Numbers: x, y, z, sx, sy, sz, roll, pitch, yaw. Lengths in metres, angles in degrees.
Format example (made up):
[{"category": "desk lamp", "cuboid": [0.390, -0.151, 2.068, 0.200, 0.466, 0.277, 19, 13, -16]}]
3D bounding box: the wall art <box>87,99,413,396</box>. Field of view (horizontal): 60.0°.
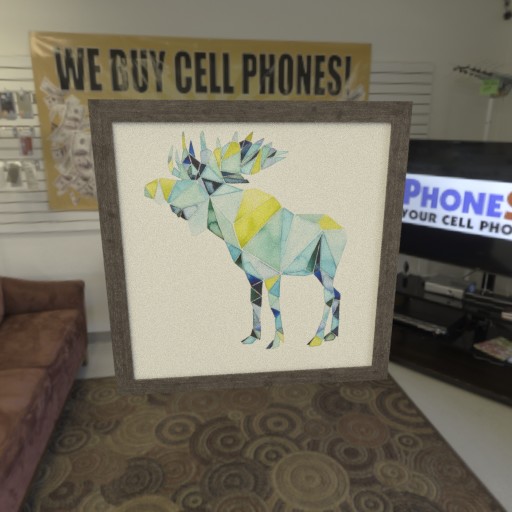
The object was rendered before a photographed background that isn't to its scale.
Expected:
[{"category": "wall art", "cuboid": [0.000, 0.000, 0.689, 0.457, 0.457, 0.013, -2, 16, -6]}]
